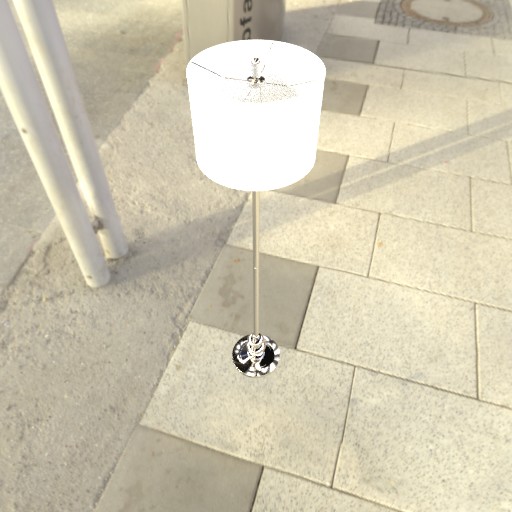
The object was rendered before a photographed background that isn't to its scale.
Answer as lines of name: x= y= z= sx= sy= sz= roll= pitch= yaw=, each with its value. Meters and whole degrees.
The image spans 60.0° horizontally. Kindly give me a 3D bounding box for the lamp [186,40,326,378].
lamp: x=0.000 y=0.000 z=1.670 sx=0.356 sy=1.487 sz=0.356 roll=11 pitch=49 yaw=10
